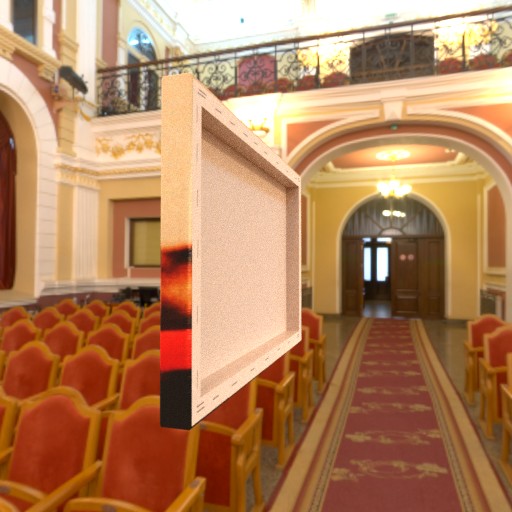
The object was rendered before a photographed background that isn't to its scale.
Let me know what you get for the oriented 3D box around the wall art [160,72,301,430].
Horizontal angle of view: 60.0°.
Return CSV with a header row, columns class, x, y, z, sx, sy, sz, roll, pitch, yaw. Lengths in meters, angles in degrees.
class,x,y,z,sx,sy,sz,roll,pitch,yaw
wall art,0.000,0.000,0.794,0.040,0.402,0.613,0,-1,17
